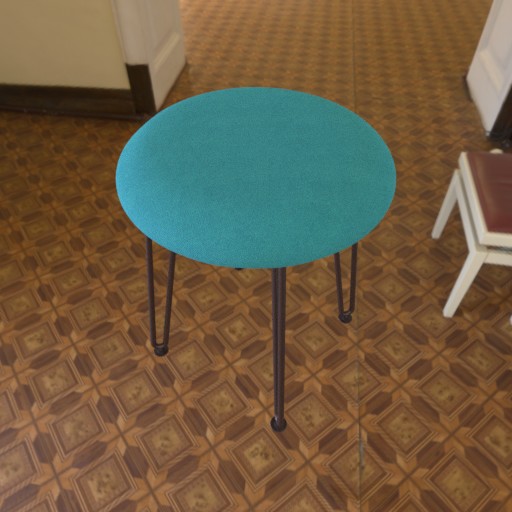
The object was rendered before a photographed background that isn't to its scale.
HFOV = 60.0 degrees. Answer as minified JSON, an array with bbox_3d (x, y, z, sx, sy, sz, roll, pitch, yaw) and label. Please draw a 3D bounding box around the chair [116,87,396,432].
[{"bbox_3d":[0.000,0.000,0.691,0.350,0.430,0.350,16,48,15],"label":"chair"}]
